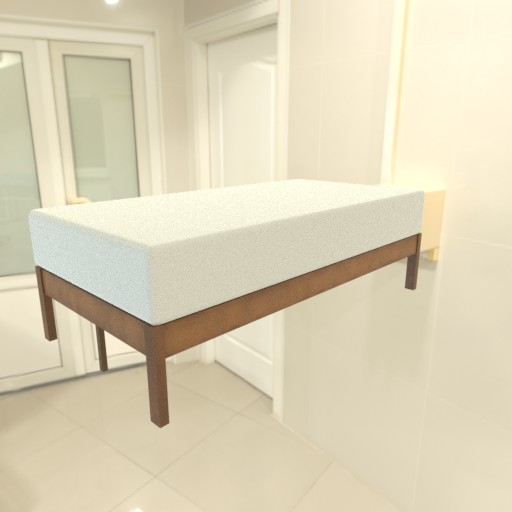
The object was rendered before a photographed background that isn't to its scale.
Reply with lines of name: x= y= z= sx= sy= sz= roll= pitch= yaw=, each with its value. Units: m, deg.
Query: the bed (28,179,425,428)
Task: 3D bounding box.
bed: x=0.000 y=0.000 z=2.359 sx=0.961 sy=0.616 sz=1.902 roll=15 pitch=21 yaw=42
